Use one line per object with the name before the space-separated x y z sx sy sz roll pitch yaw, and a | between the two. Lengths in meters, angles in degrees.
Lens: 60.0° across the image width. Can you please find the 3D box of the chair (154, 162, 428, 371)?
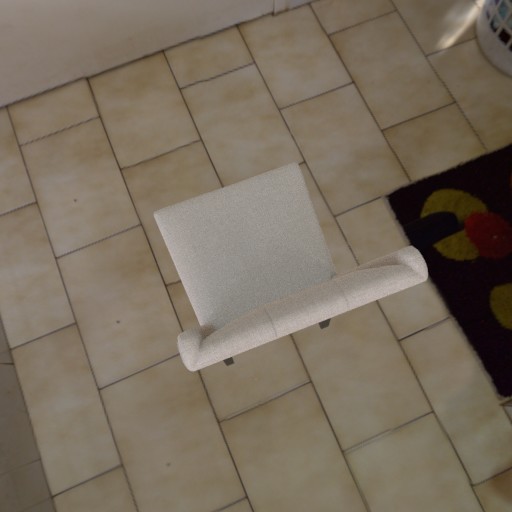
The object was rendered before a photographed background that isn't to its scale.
chair | 0.000 0.000 1.232 0.474 0.961 0.523 -20 75 -6
